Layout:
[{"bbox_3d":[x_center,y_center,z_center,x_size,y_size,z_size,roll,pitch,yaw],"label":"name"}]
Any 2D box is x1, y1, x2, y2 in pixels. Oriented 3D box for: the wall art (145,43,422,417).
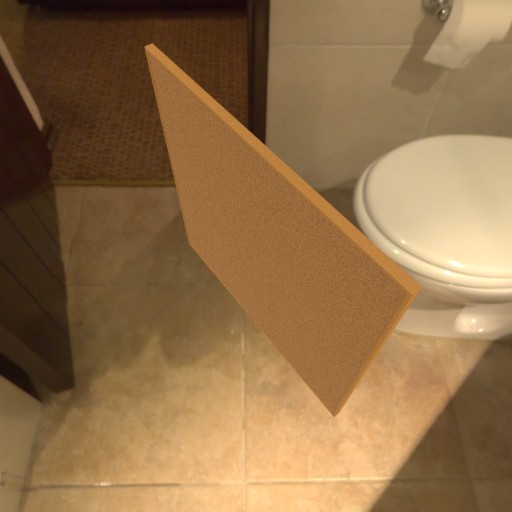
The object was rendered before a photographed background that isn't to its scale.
[{"bbox_3d":[0.000,0.000,0.671,0.013,0.455,0.457,-33,63,-19],"label":"wall art"}]
